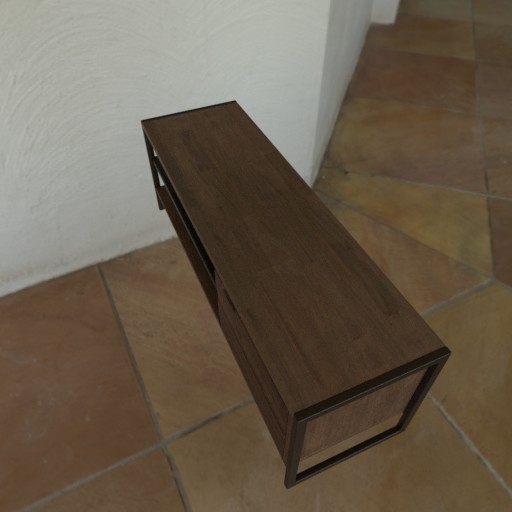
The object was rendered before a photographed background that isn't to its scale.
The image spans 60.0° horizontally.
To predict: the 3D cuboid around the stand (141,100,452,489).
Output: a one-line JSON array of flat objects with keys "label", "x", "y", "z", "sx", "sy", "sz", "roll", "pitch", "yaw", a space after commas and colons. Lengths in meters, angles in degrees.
[{"label": "stand", "x": 0.000, "y": 0.000, "z": 1.730, "sx": 0.454, "sy": 0.506, "sz": 1.480, "roll": -18, "pitch": 49, "yaw": -16}]
